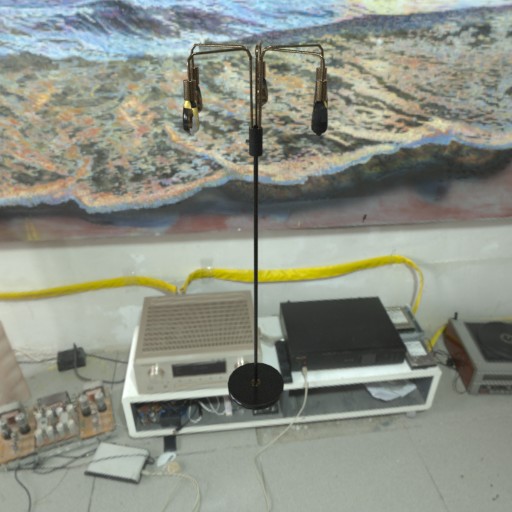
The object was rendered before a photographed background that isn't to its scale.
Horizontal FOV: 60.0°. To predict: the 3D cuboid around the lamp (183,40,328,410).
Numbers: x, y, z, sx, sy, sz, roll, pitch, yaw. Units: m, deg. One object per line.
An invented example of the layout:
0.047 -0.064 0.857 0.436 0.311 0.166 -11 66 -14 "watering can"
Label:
0.000 0.000 2.001 0.599 1.721 0.572 -21 37 -31 "lamp"
